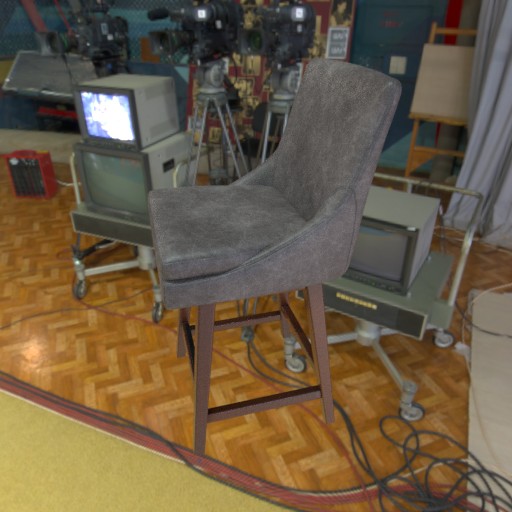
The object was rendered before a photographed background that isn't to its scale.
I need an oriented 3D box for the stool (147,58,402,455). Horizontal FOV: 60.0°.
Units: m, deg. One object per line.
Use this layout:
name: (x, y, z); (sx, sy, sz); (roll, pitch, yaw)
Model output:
stool: (0.000, 0.000, 1.334); (0.587, 1.046, 0.492); (-8, 31, -13)
